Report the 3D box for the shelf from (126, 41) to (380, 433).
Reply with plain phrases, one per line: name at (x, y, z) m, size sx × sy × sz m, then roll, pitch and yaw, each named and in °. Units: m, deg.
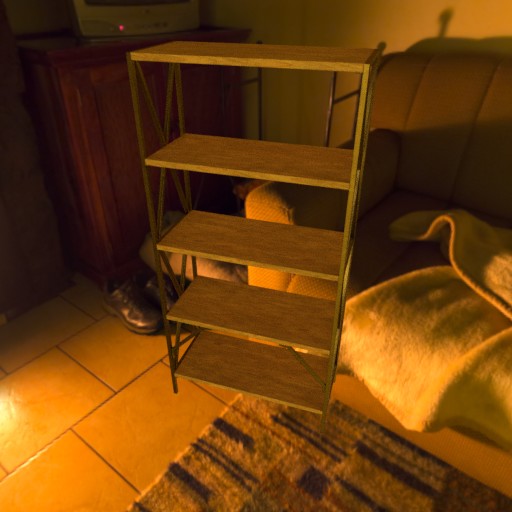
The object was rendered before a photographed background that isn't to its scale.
shelf at (0.000, 0.000, 2.130) m, size 0.874 × 1.803 × 0.386 m, roll 10°, pitch 33°, yaw 15°
